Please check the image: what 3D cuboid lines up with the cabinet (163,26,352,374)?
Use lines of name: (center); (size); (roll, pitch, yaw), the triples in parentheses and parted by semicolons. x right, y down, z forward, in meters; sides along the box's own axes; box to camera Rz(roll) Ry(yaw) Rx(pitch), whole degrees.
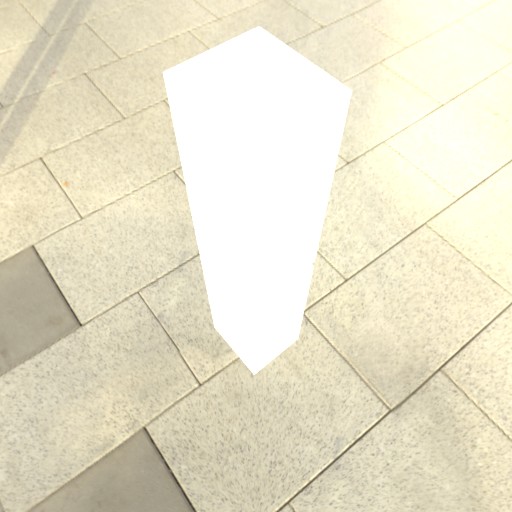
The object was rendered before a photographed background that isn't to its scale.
cabinet: (0.000, 0.000, 1.530); (0.269, 1.400, 0.300); (-35, 64, -20)
